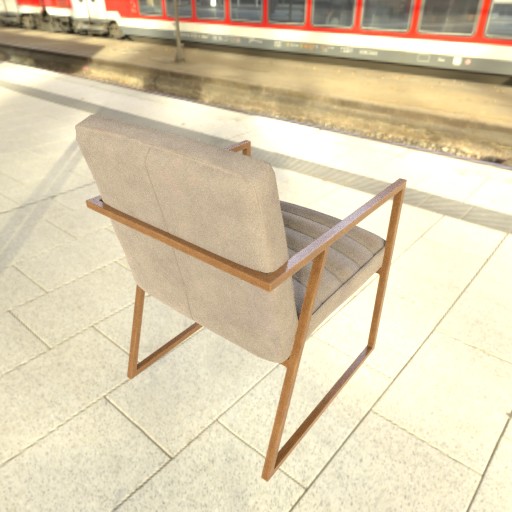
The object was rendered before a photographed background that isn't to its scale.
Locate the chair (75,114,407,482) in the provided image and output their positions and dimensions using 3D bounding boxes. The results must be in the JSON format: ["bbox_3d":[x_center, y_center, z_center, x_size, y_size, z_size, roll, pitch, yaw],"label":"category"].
[{"bbox_3d":[0.000,0.000,1.278,0.578,0.843,0.682,23,39,32],"label":"chair"}]
